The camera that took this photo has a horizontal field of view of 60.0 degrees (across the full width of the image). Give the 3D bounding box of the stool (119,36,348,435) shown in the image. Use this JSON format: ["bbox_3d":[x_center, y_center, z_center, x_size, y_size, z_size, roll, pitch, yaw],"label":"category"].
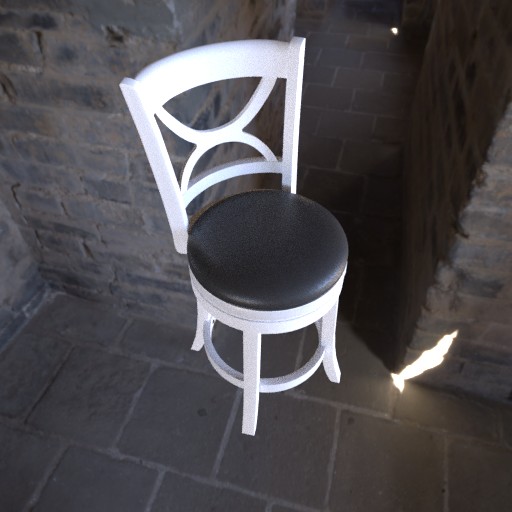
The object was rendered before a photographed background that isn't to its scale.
[{"bbox_3d":[0.000,0.000,1.197,0.444,0.953,0.508,-24,51,-21],"label":"stool"}]
